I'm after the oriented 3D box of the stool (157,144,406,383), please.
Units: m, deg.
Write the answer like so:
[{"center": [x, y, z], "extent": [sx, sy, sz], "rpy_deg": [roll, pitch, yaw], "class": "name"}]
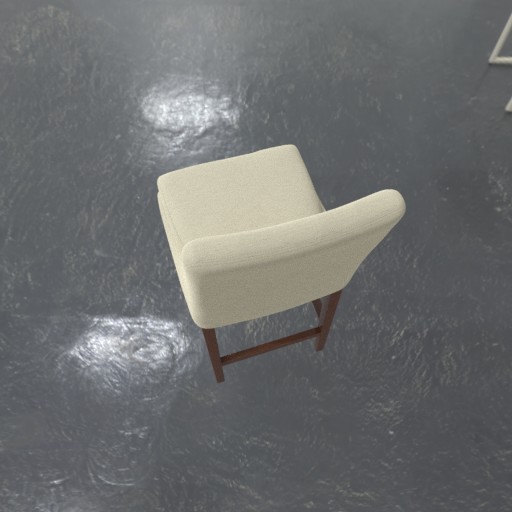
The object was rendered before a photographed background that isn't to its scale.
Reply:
[{"center": [0.000, 0.000, 1.308], "extent": [0.470, 0.981, 0.577], "rpy_deg": [-15, 60, -9], "class": "stool"}]
